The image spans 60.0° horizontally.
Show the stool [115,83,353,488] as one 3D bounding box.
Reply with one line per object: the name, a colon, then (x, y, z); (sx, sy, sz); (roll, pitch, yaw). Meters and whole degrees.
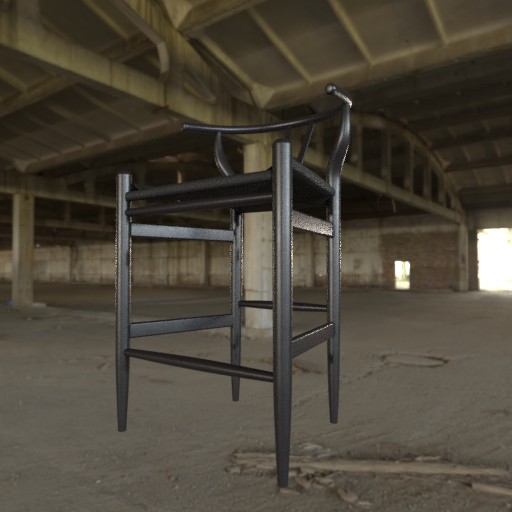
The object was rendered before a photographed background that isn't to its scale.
stool: (0.000, 0.000, 1.302); (0.569, 0.970, 0.579); (-1, -2, 36)
